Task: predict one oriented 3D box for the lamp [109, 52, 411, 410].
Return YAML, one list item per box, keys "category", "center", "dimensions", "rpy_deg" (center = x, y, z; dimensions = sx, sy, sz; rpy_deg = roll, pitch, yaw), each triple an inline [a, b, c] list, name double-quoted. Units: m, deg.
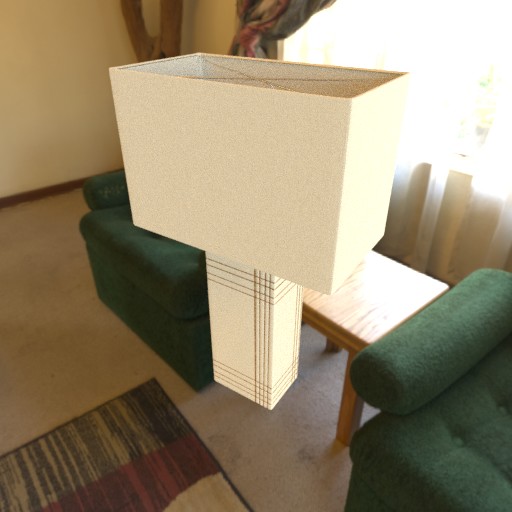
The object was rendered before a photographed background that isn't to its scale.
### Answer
- category: "lamp"
  center: [0.000, 0.000, 0.692]
  dimensions: [0.334, 0.543, 0.182]
  rpy_deg: [19, 36, 28]
